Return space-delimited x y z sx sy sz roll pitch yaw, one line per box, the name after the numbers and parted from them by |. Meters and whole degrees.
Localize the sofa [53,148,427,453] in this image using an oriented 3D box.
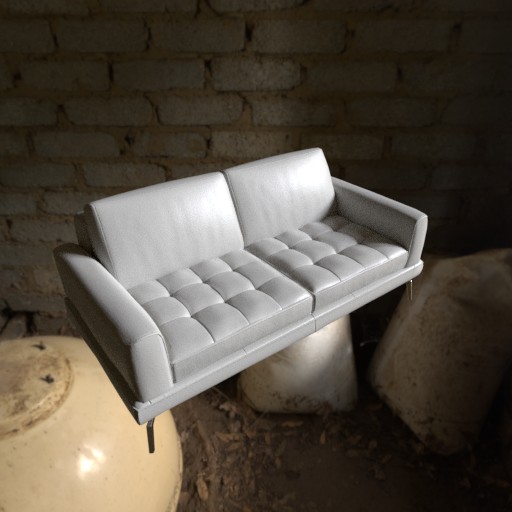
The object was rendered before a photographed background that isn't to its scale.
0.000 0.000 2.802 2.177 0.930 1.121 -21 36 -31 | sofa
